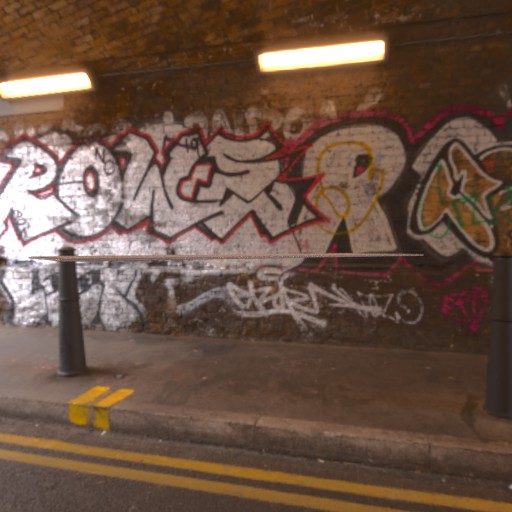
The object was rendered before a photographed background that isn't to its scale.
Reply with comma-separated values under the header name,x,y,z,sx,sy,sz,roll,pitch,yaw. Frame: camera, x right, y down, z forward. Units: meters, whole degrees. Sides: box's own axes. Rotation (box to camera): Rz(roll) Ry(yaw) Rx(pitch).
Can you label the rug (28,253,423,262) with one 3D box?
name,x,y,z,sx,sy,sz,roll,pitch,yaw
rug,0.000,0.000,2.481,2.196,0.011,0.662,-1,1,-36
